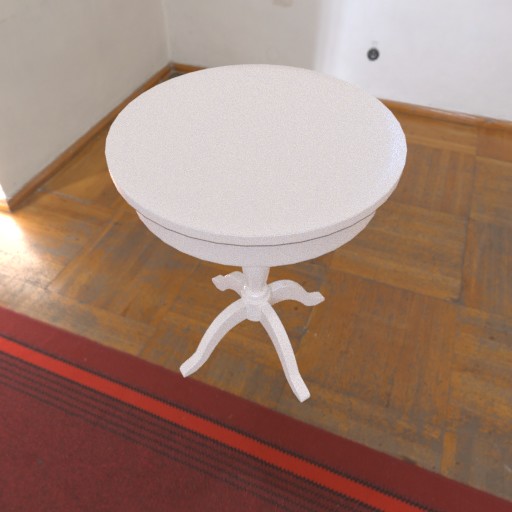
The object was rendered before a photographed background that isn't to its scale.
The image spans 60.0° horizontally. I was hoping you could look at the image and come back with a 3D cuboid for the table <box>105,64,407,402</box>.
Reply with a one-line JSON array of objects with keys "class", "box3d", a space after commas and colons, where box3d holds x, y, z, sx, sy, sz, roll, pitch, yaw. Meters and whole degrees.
[{"class": "table", "box3d": [0.000, 0.000, 1.014, 0.513, 0.653, 0.513, 0, 48, 0]}]
